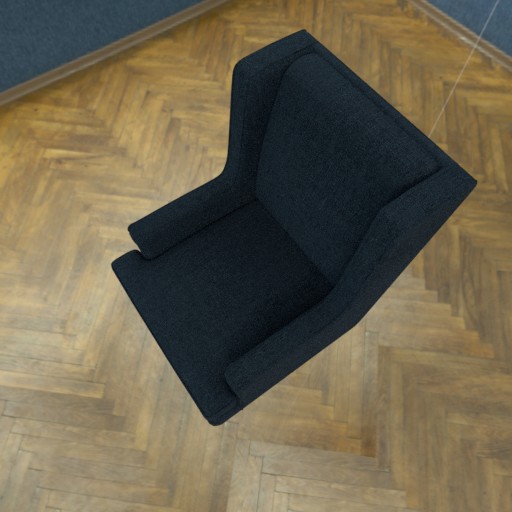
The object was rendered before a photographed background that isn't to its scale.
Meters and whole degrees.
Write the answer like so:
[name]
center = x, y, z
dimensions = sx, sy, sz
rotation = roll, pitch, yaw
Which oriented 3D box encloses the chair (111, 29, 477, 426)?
[chair]
center = 0.000, 0.000, 1.670
dimensions = 0.947, 1.072, 0.764
rotation = -32, 68, -15
